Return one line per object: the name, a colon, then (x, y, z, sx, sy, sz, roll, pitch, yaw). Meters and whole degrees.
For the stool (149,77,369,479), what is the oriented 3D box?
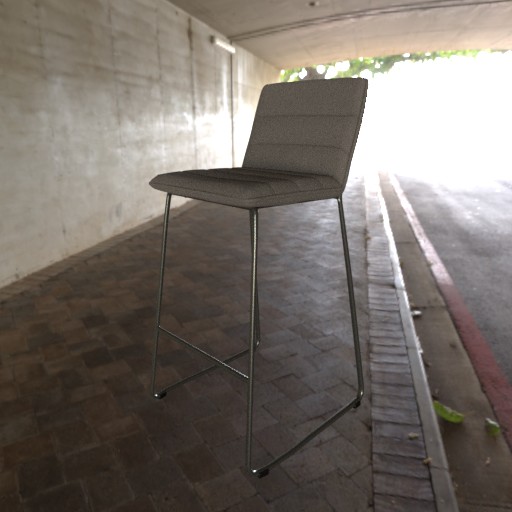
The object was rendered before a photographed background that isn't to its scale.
stool: (0.000, 0.000, 1.262, 0.490, 0.960, 0.490, -16, 23, -42)
